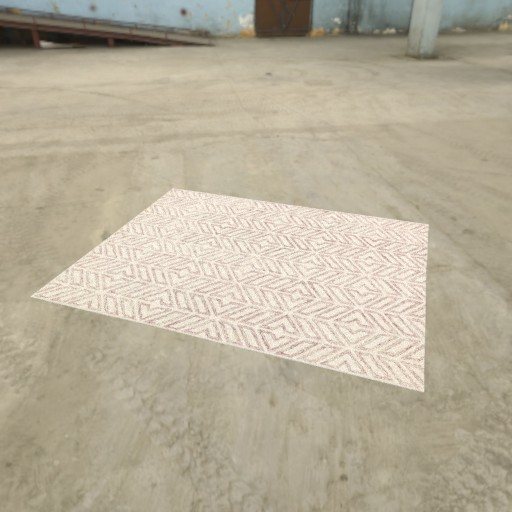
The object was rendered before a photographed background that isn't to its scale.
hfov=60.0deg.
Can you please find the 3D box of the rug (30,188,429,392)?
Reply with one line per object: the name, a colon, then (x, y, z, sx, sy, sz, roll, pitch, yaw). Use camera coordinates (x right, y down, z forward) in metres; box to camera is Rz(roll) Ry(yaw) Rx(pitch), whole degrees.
rug: (0.000, 0.000, 4.152, 3.045, 0.008, 2.421, 10, 33, 16)
